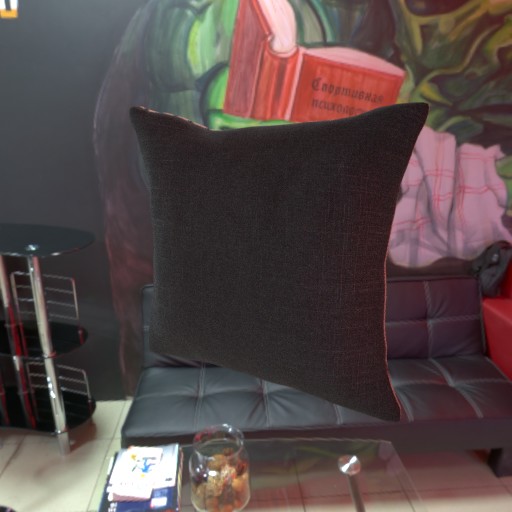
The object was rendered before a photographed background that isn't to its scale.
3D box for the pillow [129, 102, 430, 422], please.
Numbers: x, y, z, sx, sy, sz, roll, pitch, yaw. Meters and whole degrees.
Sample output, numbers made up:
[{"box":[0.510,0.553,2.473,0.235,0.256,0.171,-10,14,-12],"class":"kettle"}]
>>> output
[{"box":[0.000,0.000,0.680,0.468,0.444,0.138,9,18,27],"class":"pillow"}]
